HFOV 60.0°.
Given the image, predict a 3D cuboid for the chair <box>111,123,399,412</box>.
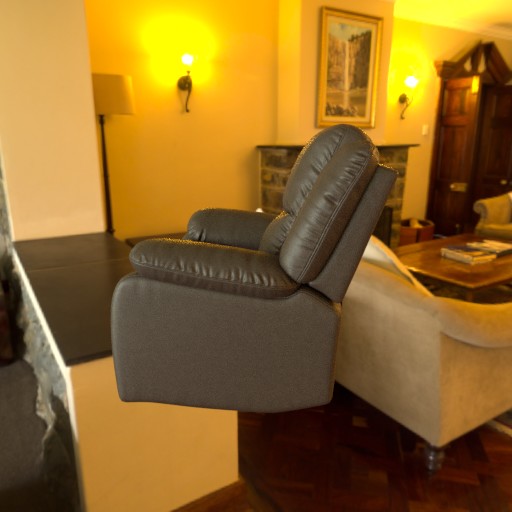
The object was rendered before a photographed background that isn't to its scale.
[{"bbox_3d":[0.000,0.000,1.779,0.934,1.009,0.899,2,15,8],"label":"chair"}]
